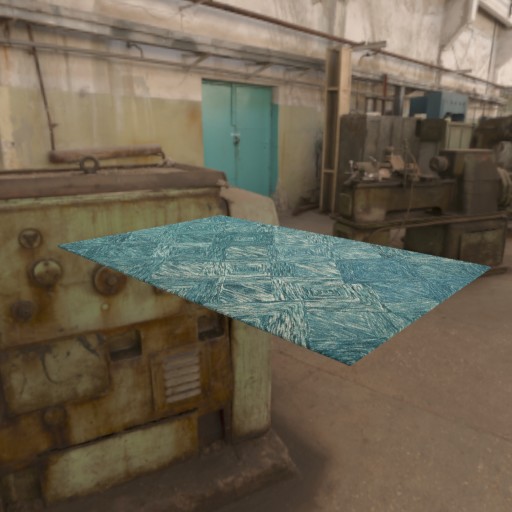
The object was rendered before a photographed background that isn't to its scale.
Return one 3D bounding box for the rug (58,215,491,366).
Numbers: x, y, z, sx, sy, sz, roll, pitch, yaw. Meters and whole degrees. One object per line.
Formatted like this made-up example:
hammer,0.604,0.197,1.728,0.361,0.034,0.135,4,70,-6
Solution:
rug,0.000,0.000,2.758,2.277,0.015,1.490,15,22,41
